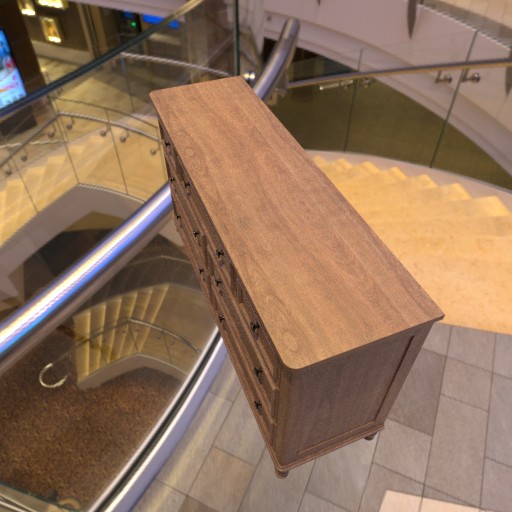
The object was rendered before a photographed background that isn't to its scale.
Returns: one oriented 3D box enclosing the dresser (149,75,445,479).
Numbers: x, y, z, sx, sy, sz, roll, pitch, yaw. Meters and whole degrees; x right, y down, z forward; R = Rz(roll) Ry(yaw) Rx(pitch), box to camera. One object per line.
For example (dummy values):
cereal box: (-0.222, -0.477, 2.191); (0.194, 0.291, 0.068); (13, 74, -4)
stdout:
dresser: (0.000, 0.000, 1.968); (0.468, 0.892, 1.583); (-16, 48, -15)
